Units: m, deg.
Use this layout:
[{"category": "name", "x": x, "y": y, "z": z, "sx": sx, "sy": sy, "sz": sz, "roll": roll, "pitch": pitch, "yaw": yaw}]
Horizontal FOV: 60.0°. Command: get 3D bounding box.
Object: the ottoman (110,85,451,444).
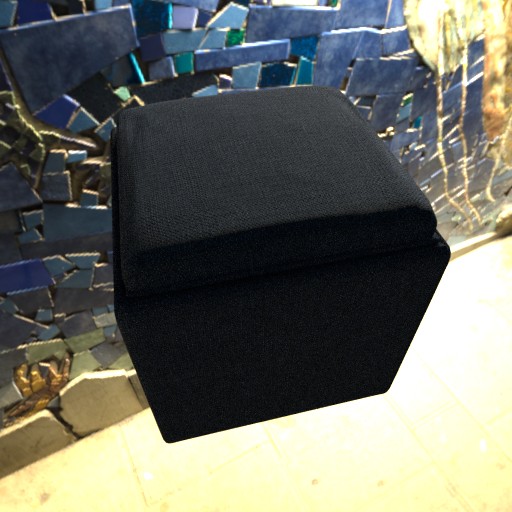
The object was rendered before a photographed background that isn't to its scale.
[{"category": "ottoman", "x": 0.000, "y": 0.000, "z": 0.830, "sx": 0.454, "sy": 0.493, "sz": 0.436, "roll": -10, "pitch": 47, "yaw": -9}]
